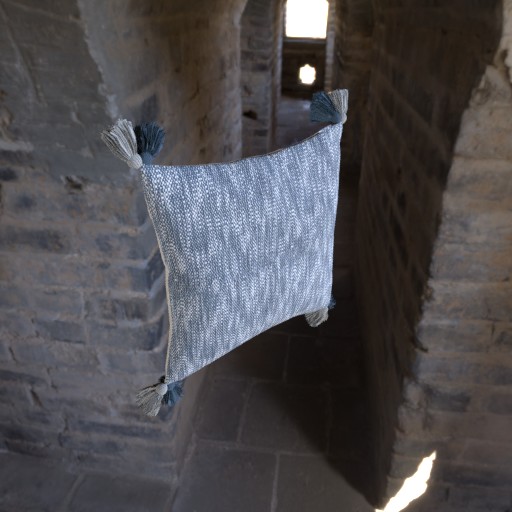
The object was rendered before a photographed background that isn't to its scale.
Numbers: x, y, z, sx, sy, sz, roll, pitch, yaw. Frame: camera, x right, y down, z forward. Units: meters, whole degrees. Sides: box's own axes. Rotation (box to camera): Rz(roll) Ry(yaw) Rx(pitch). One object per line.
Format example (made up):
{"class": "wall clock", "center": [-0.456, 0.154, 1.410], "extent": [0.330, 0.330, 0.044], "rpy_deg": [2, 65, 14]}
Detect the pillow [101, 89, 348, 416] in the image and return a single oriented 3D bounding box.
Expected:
{"class": "pillow", "center": [0.000, 0.000, 0.940], "extent": [0.614, 0.634, 0.138], "rpy_deg": [-21, 36, -33]}
